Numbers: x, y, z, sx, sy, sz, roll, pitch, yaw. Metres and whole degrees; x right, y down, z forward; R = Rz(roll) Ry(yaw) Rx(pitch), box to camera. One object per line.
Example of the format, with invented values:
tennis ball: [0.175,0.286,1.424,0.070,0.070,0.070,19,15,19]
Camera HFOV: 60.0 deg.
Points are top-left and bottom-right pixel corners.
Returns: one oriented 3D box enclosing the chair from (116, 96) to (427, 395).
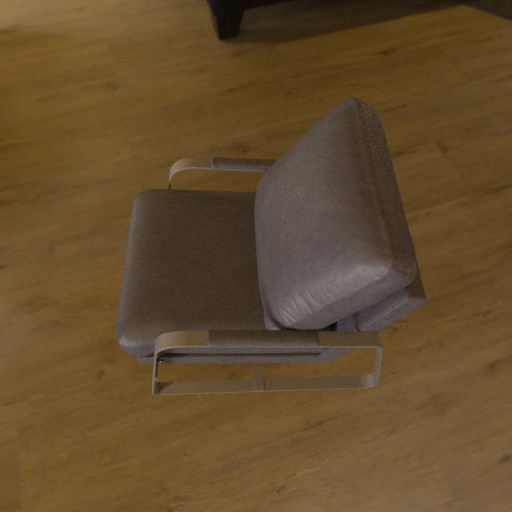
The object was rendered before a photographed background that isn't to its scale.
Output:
chair: [0.000,0.000,1.483,0.878,0.839,0.692,-2,59,-1]
